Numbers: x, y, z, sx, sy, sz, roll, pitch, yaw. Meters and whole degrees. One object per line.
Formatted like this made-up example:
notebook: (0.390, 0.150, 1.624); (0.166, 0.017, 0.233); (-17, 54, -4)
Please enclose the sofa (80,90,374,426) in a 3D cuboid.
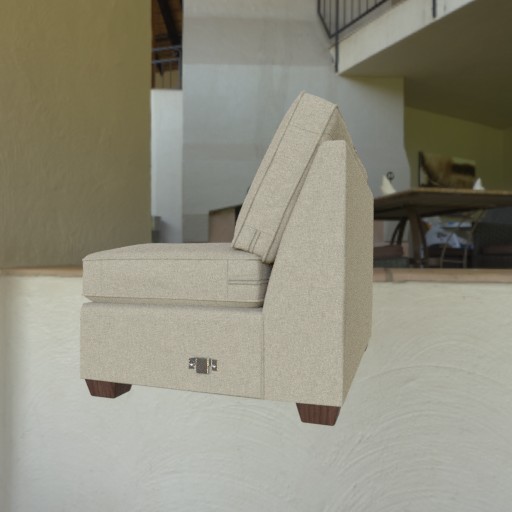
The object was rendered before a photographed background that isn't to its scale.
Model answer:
sofa: (0.000, 0.000, 1.997); (0.951, 1.008, 1.237); (0, 0, 18)
